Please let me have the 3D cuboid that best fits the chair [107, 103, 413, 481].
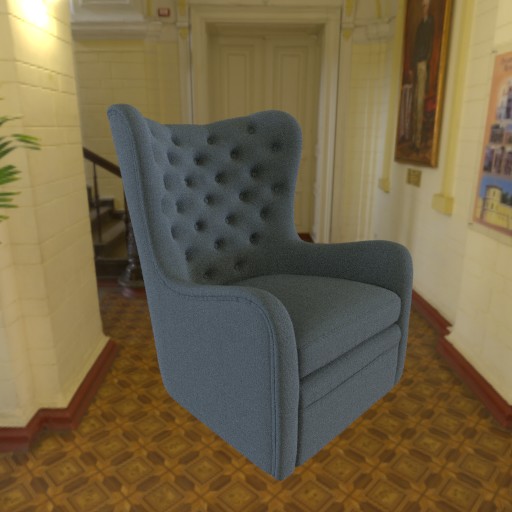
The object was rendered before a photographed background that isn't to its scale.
[{"bbox_3d":[0.000,0.000,1.673,0.930,1.079,0.831,15,22,41],"label":"chair"}]
